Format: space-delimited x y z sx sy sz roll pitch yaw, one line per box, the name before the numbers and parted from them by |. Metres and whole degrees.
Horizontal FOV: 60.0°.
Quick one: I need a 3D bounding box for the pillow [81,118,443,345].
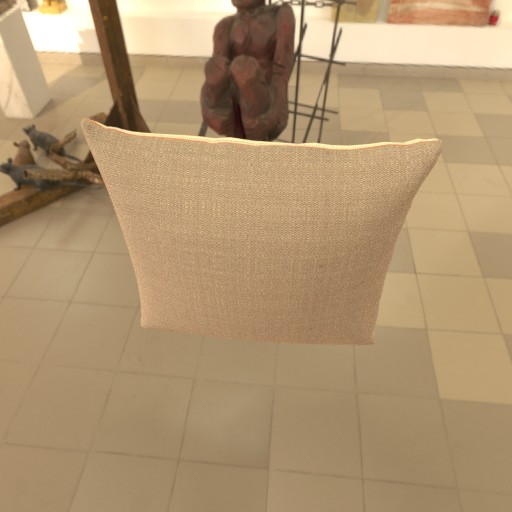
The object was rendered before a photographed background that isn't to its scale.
pillow | 0.000 0.000 0.804 0.521 0.519 0.215 4 47 4
